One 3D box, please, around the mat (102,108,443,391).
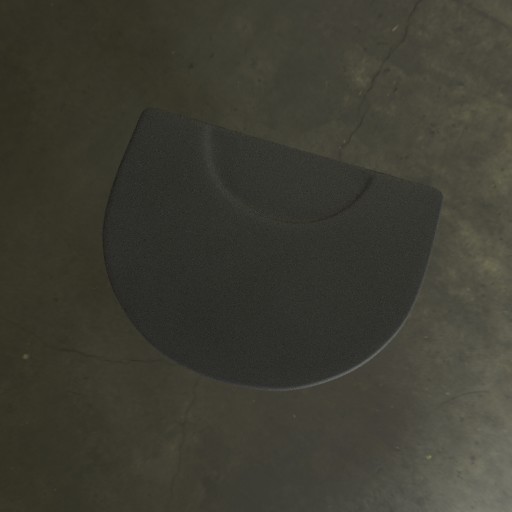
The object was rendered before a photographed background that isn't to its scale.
[{"bbox_3d":[0.000,0.000,1.619,1.220,0.016,0.917,17,77,4],"label":"mat"}]
